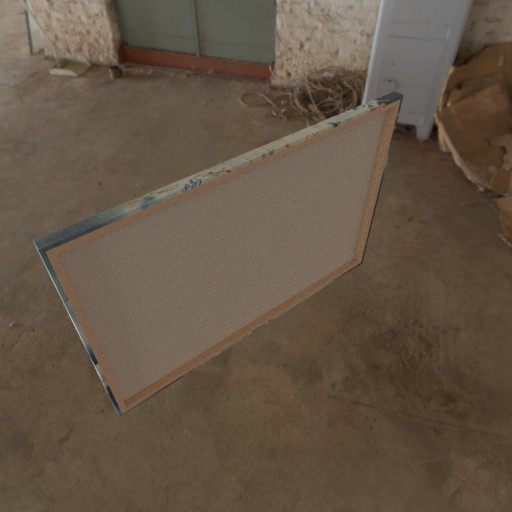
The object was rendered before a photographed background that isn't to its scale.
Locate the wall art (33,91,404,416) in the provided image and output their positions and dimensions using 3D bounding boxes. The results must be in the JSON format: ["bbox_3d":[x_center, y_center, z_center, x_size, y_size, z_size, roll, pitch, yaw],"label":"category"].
[{"bbox_3d":[0.000,0.000,1.422,1.138,0.759,0.035,-29,52,-25],"label":"wall art"}]
